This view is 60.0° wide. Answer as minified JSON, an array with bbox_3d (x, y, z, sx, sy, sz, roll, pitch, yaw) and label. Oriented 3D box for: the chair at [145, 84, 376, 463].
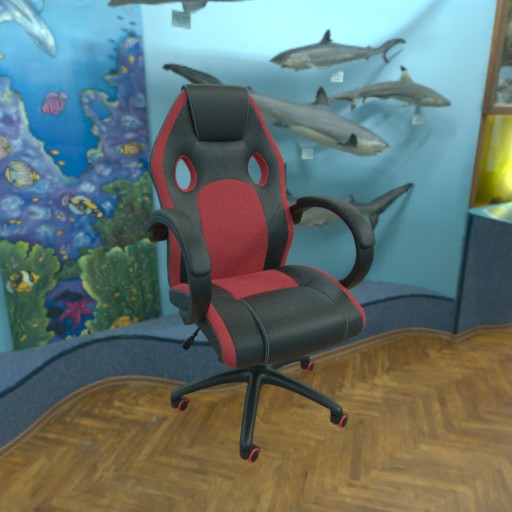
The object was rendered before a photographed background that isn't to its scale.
[{"bbox_3d":[0.000,0.000,1.578,0.673,1.187,0.724,-9,19,-27],"label":"chair"}]
